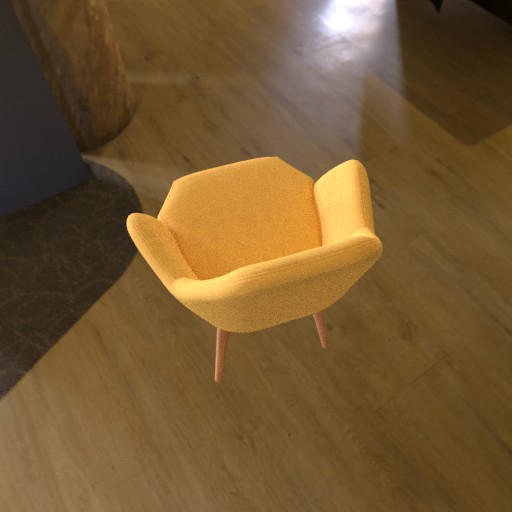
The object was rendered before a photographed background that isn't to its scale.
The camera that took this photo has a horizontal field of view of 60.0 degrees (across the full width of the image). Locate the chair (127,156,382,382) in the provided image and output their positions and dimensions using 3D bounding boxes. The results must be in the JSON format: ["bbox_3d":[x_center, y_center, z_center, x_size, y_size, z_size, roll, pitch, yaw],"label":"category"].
[{"bbox_3d":[0.000,0.000,1.211,0.590,0.840,0.610,-15,60,-9],"label":"chair"}]
